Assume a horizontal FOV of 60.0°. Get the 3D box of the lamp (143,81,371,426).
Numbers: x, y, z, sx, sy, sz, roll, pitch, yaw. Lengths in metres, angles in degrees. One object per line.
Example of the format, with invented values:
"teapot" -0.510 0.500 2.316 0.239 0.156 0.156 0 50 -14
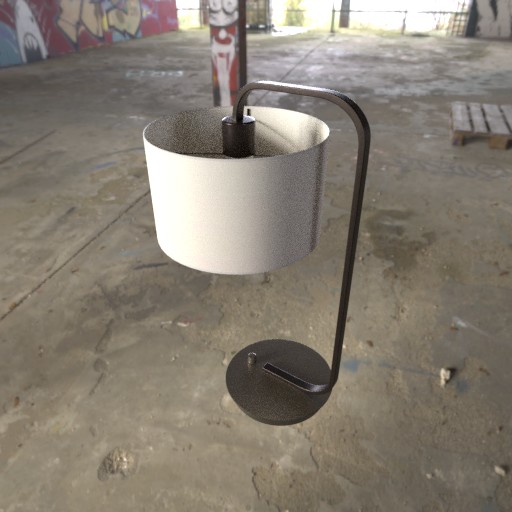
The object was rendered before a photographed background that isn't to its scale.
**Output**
"lamp" 0.000 0.000 0.634 0.288 0.473 0.230 20 37 29
